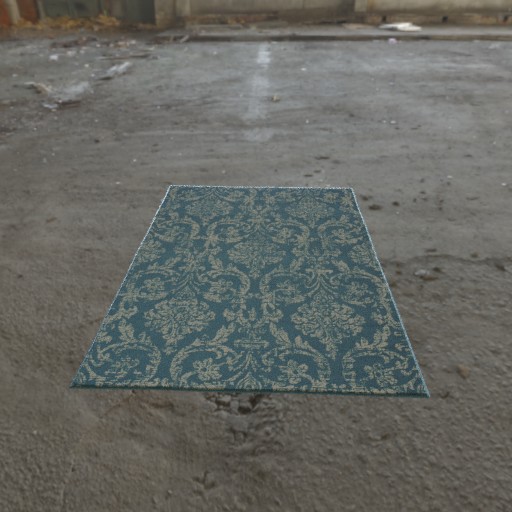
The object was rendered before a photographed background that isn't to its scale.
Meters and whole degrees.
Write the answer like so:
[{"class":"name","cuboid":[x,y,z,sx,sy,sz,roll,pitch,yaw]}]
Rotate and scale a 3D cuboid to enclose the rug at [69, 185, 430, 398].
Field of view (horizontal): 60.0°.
[{"class":"rug","cuboid":[0.000,0.000,2.833,1.554,0.012,2.205,1,32,2]}]
